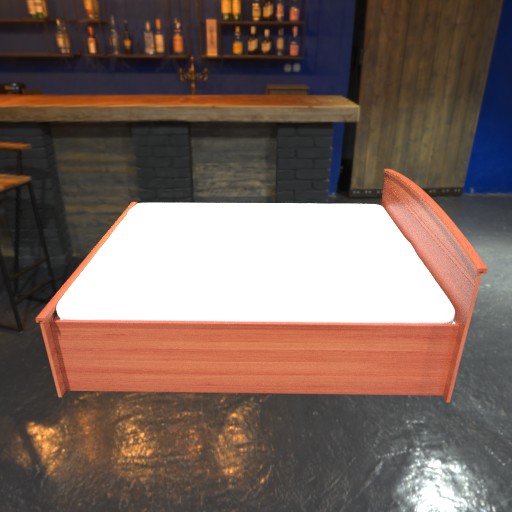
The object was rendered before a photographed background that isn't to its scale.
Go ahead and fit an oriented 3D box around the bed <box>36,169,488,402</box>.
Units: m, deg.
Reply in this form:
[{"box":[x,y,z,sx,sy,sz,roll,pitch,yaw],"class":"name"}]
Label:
[{"box":[0.000,0.000,2.863,2.053,0.848,1.683,0,26,1],"class":"bed"}]
